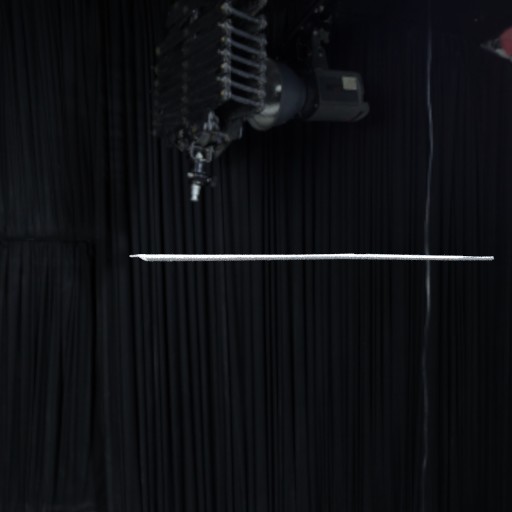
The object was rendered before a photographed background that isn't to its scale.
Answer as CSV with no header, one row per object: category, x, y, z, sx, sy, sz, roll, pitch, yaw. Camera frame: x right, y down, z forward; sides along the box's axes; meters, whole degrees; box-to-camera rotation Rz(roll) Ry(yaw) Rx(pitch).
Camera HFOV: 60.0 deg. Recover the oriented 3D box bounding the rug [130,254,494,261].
rug,0.000,0.000,2.168,1.149,0.021,1.773,0,0,-17
